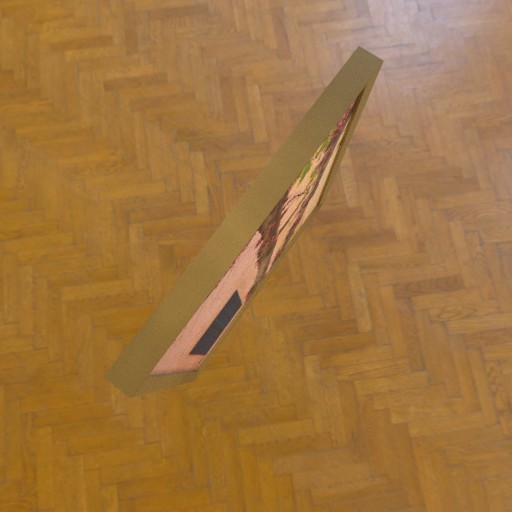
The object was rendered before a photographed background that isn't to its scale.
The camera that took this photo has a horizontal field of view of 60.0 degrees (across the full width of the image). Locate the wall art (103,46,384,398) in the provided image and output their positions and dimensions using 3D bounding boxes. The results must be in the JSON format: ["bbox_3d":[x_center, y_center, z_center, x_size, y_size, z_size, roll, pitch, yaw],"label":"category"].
[{"bbox_3d":[0.000,0.000,0.767,0.038,0.508,0.507,35,79,8],"label":"wall art"}]
